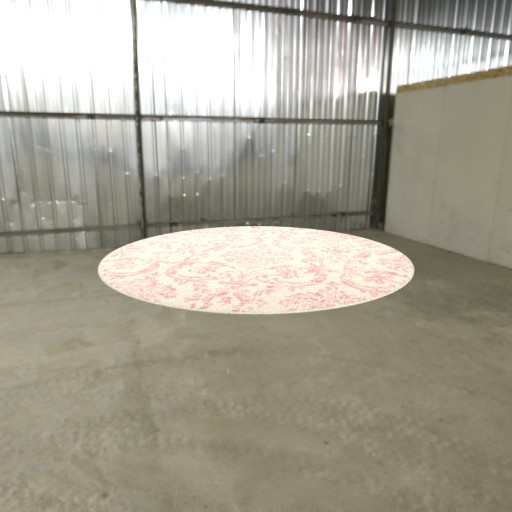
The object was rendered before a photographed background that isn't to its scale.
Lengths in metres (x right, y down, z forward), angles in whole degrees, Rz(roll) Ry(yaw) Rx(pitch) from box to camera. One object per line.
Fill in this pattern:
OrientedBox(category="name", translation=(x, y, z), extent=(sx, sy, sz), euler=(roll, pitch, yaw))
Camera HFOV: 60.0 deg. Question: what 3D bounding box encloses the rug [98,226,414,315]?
OrientedBox(category="rug", translation=(0.000, 0.000, 2.359), extent=(1.593, 0.012, 1.593), euler=(0, 15, 0))
